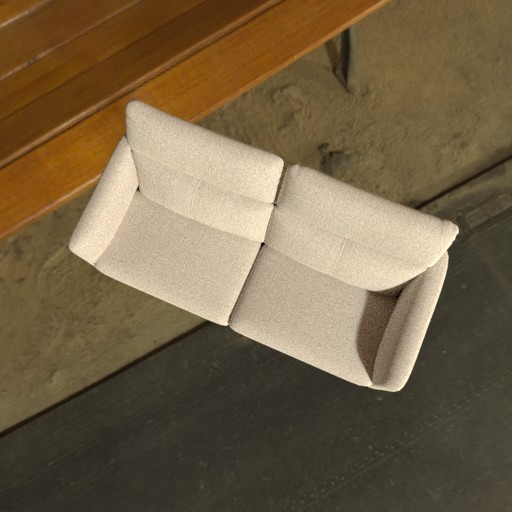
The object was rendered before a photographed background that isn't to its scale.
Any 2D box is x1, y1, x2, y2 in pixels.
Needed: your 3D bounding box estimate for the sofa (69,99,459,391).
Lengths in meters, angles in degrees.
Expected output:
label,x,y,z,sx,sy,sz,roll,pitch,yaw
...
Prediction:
label,x,y,z,sx,sy,sz,roll,pitch,yaw
sofa,0.000,0.000,2.550,2.015,0.956,0.856,23,76,6
